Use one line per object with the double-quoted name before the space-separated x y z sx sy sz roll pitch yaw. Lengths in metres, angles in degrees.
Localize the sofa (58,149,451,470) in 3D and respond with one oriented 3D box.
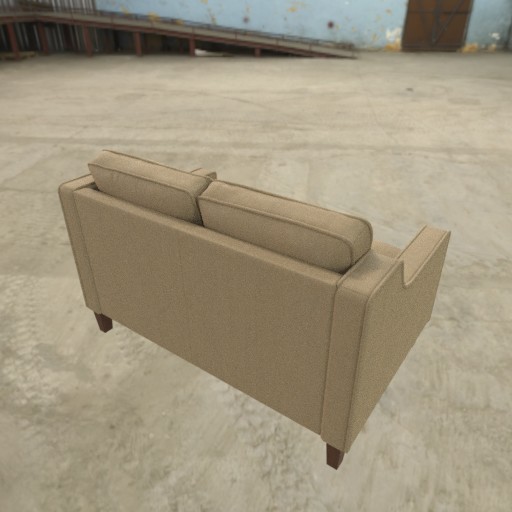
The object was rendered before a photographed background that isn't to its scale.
"sofa" 0.000 0.000 2.119 1.501 0.971 0.987 20 35 30
